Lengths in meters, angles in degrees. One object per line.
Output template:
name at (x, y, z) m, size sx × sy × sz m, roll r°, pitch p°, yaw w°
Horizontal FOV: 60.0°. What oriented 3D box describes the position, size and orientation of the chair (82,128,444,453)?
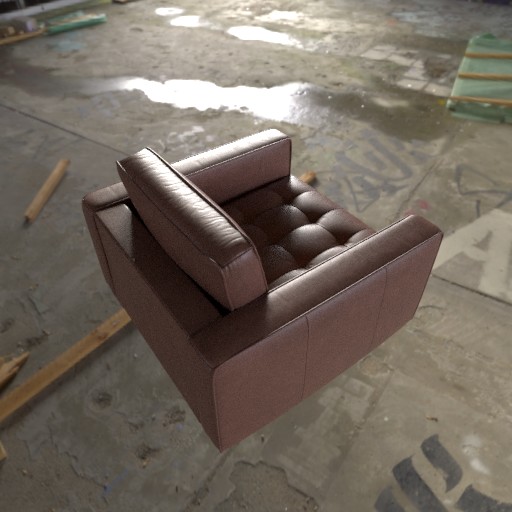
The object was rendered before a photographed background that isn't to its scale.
chair at (0.000, 0.000, 1.595) m, size 0.900 × 0.770 × 0.920 m, roll -26°, pitch 48°, yaw -26°
